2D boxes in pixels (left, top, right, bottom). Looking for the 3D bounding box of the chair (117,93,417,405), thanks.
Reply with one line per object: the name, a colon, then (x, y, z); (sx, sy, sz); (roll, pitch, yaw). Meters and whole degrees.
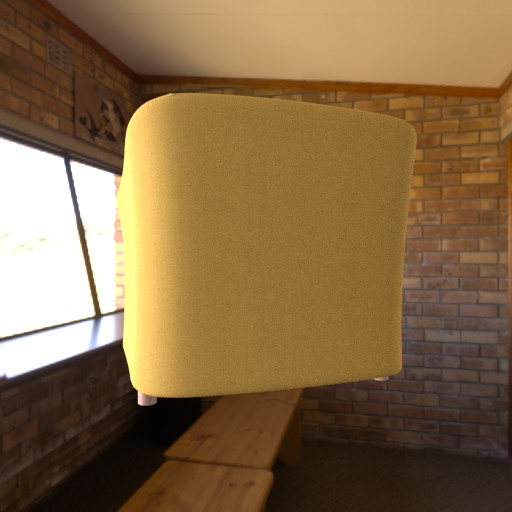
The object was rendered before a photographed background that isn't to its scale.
chair: (0.000, 0.000, 1.341); (0.790, 0.720, 0.700); (0, 0, -19)
